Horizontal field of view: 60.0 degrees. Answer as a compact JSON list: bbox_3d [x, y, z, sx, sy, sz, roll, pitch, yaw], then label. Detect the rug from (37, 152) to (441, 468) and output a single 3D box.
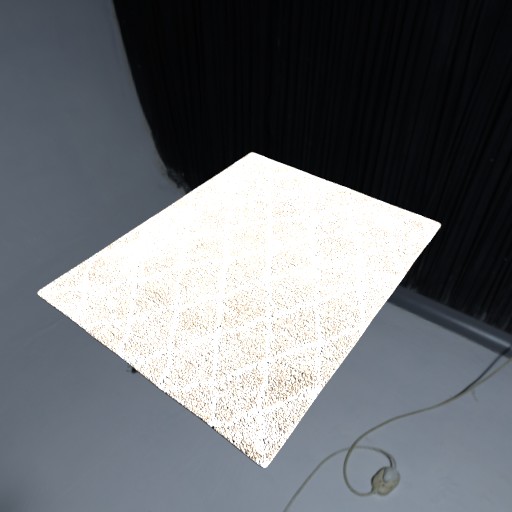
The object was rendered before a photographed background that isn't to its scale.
[{"bbox_3d":[0.000,0.000,4.157,2.438,0.029,3.047,27,49,27],"label":"rug"}]
